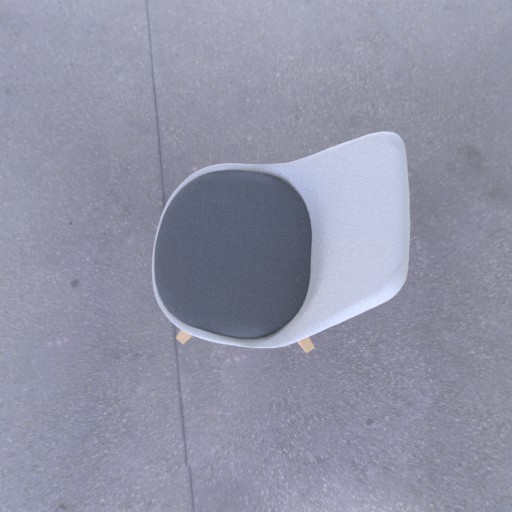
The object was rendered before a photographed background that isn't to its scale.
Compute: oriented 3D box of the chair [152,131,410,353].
[{"bbox_3d":[0.000,0.000,1.184,0.550,0.850,0.485,4,76,1],"label":"chair"}]
